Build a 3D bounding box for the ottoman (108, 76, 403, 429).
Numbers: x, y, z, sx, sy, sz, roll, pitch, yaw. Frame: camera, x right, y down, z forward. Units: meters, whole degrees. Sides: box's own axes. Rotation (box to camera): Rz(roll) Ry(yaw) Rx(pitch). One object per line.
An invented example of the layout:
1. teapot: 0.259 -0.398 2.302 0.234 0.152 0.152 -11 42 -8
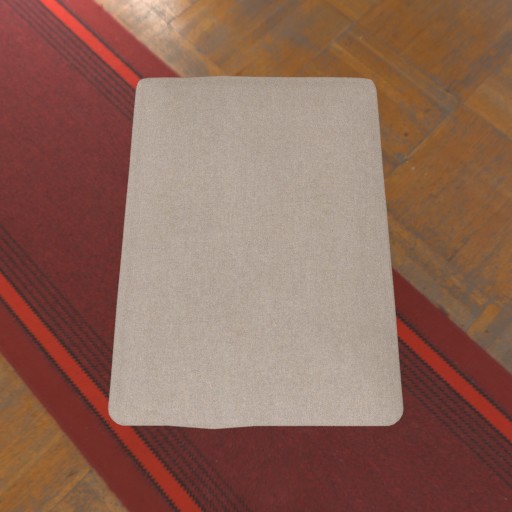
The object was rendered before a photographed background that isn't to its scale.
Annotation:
1. ottoman: 0.000 0.000 1.210 0.617 0.503 0.846 0 74 0
